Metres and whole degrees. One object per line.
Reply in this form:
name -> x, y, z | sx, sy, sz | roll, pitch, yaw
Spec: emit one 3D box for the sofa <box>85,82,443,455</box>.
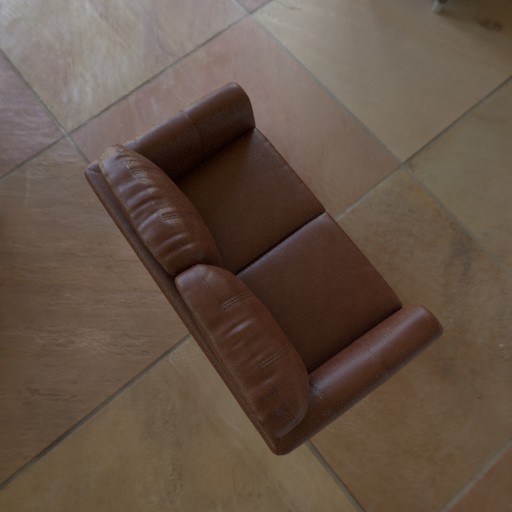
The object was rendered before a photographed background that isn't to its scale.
sofa -> 0.000, 0.000, 1.898 | 0.805, 0.906, 1.406 | -35, 77, -9
